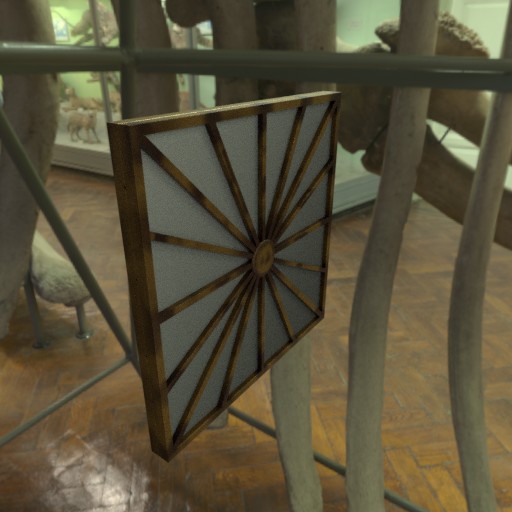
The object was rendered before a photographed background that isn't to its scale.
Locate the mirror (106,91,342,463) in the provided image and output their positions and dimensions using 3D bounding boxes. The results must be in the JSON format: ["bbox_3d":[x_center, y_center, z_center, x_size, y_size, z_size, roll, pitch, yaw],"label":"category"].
[{"bbox_3d":[0.000,0.000,0.775,0.042,0.507,0.509,17,30,32],"label":"mirror"}]
